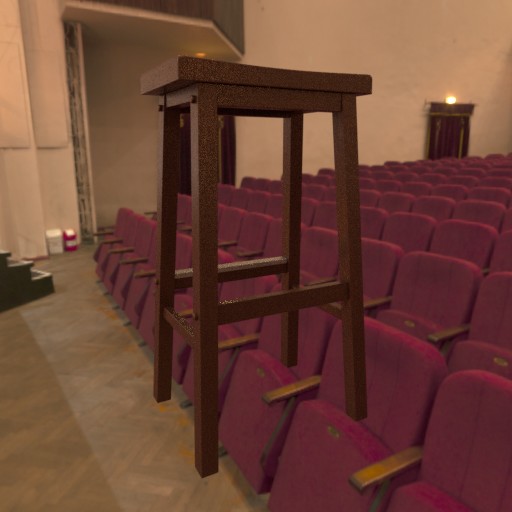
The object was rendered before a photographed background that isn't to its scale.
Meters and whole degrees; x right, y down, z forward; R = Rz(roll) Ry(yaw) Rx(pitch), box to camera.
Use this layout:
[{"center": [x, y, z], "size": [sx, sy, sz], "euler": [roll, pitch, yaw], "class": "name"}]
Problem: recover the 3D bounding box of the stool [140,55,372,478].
[{"center": [0.000, 0.000, 0.970], "size": [0.406, 0.742, 0.322], "euler": [-7, 15, -28], "class": "stool"}]
